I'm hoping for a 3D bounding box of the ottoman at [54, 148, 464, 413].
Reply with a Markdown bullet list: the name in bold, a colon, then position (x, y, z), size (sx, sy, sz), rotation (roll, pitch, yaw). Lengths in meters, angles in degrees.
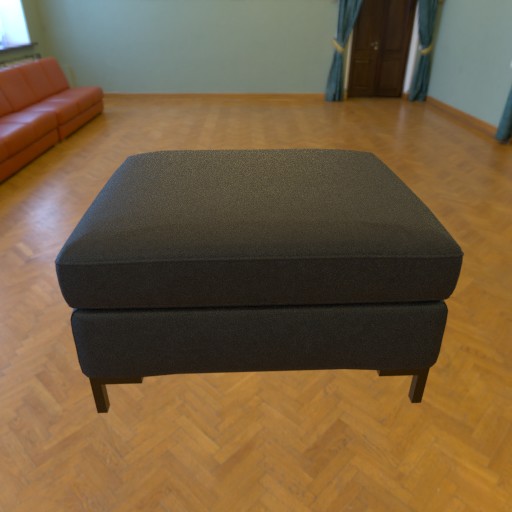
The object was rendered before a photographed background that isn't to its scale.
- **ottoman**: position (0.000, 0.000, 1.789), size (1.187, 0.696, 0.967), rotation (-1, 29, -2)
